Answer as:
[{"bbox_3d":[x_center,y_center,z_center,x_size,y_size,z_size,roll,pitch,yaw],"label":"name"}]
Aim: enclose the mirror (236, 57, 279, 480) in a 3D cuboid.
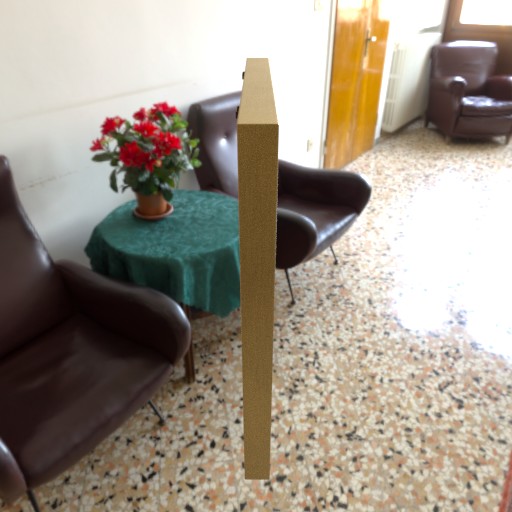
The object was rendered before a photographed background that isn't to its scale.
[{"bbox_3d":[0.000,0.000,0.679,0.041,0.508,0.405,0,31,0],"label":"mirror"}]
